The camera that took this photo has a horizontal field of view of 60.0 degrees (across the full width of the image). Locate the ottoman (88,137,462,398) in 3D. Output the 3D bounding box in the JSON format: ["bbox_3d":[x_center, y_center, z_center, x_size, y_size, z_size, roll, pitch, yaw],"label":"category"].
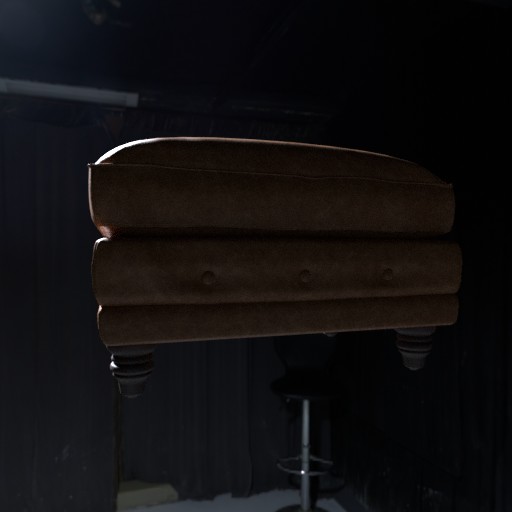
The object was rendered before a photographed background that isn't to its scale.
[{"bbox_3d":[0.000,0.000,1.032,0.710,0.480,0.533,0,1,-18],"label":"ottoman"}]
